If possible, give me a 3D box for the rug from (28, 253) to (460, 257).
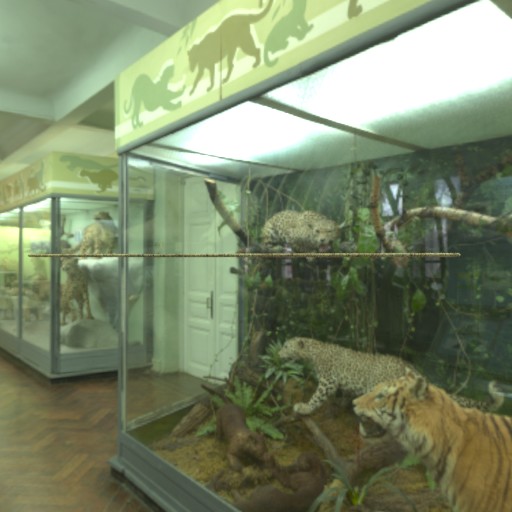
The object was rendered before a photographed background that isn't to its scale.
[{"bbox_3d":[0.000,0.000,2.355,1.846,0.014,1.243,0,0,18],"label":"rug"}]
